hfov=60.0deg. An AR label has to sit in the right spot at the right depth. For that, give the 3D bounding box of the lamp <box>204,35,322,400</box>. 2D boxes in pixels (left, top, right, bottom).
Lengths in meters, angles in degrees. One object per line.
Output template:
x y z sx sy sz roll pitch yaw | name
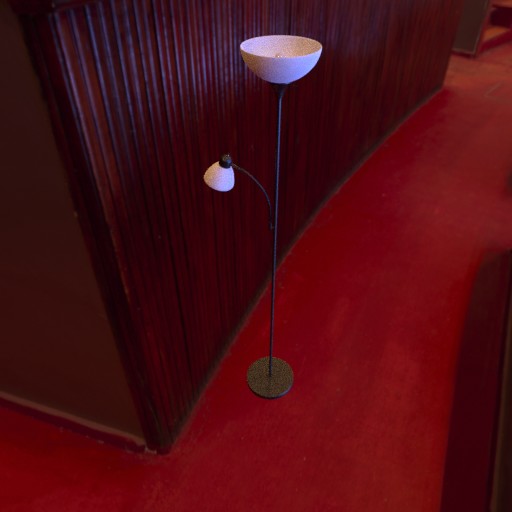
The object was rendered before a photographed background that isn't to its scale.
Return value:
0.000 0.000 2.030 0.442 1.804 0.279 11 40 13 | lamp
